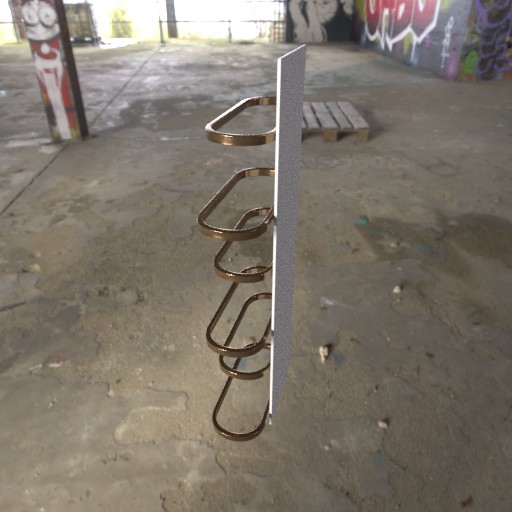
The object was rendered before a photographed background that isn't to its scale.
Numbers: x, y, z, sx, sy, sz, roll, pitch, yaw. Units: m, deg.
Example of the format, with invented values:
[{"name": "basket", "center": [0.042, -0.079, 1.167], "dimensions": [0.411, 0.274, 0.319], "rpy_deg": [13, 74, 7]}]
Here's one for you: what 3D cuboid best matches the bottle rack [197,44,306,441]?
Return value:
[{"name": "bottle rack", "center": [0.000, 0.000, 0.836], "dimensions": [0.118, 0.709, 0.332], "rpy_deg": [8, 32, 13]}]
